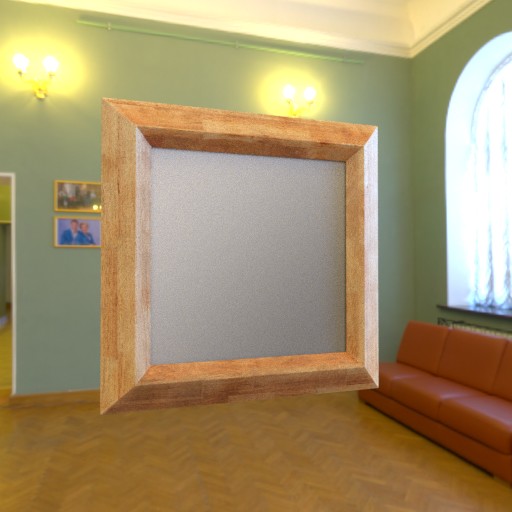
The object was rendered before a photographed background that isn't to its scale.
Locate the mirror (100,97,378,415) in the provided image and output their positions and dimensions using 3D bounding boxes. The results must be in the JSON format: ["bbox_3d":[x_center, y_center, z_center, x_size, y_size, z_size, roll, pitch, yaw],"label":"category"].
[{"bbox_3d":[0.000,0.000,0.983,0.651,0.651,0.047,0,-1,-17],"label":"mirror"}]
